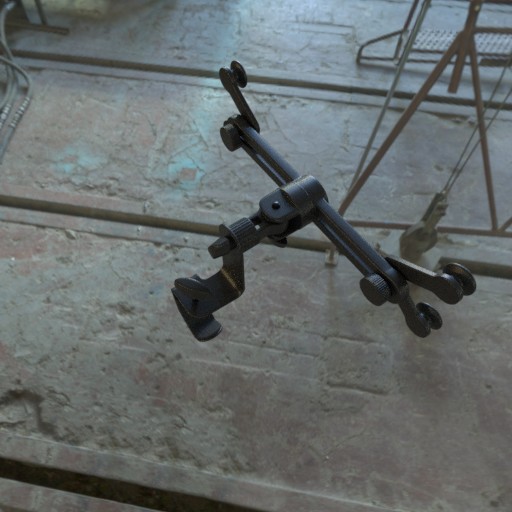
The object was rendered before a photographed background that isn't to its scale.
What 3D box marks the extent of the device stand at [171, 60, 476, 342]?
[{"bbox_3d":[0.000,0.000,0.372,0.142,0.166,0.270,-31,64,-17],"label":"device stand"}]
